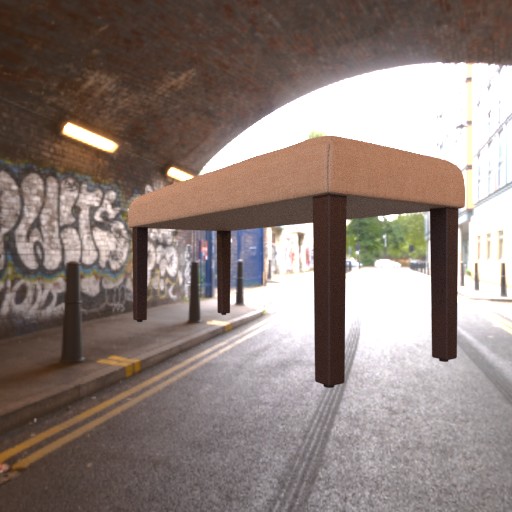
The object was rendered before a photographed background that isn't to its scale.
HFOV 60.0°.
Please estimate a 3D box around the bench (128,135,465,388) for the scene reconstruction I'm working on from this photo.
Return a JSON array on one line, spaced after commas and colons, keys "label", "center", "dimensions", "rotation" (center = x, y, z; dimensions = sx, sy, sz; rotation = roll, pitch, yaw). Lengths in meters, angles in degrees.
[{"label": "bench", "center": [0.000, 0.000, 1.254], "dimensions": [0.407, 0.456, 1.013], "rotation": [0, 0, -34]}]
